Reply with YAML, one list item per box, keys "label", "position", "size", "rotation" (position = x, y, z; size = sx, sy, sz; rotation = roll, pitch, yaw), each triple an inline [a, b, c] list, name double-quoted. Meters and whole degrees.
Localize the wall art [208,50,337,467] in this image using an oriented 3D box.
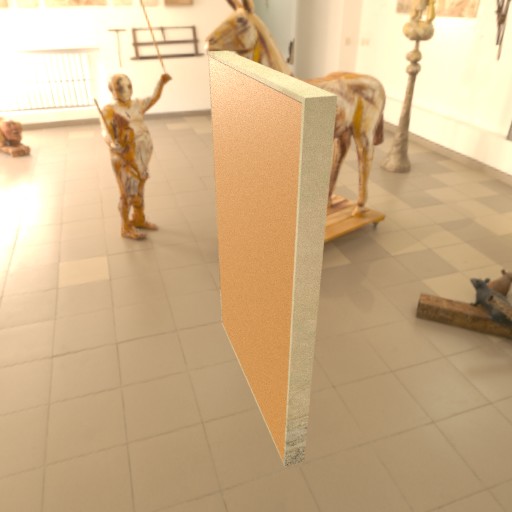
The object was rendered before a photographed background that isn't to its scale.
- label: "wall art"
  position: [0.000, 0.000, 0.768]
  size: [0.036, 0.607, 0.403]
  rotation: [-10, 33, -16]
